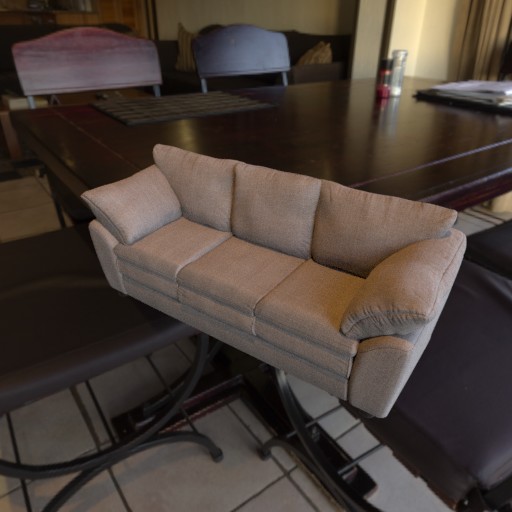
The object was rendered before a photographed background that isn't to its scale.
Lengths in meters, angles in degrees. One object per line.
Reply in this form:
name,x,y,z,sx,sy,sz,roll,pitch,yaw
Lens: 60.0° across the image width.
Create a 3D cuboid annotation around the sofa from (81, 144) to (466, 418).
sofa,0.000,0.000,2.816,2.334,0.996,0.878,19,35,30
